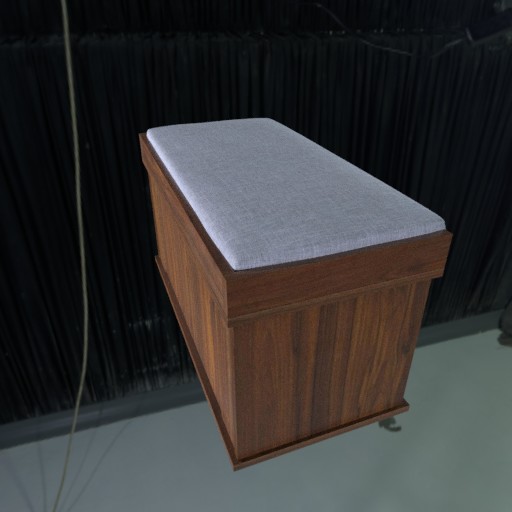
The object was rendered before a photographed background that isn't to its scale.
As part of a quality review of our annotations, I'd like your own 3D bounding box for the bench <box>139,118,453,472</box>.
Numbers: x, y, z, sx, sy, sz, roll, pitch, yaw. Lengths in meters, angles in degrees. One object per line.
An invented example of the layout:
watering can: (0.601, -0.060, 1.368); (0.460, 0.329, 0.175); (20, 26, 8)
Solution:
bench: (0.000, 0.000, 0.998); (0.362, 0.461, 0.734); (-11, 32, -18)
